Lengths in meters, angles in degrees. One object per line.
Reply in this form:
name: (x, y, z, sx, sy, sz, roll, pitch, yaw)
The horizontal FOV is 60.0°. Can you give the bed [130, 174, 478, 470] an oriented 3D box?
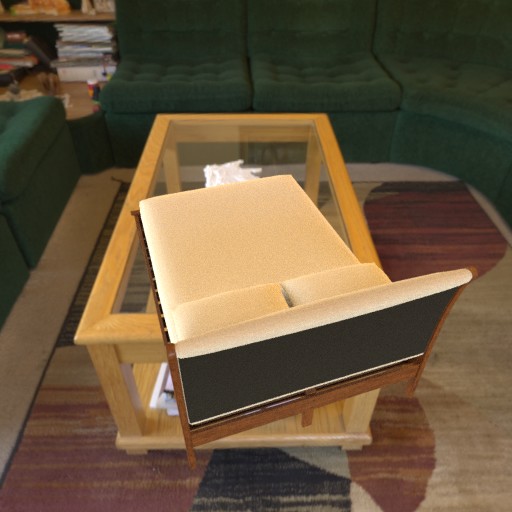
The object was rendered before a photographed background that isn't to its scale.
bed: (0.000, 0.000, 3.245, 1.612, 1.250, 2.380, -12, 42, -14)
